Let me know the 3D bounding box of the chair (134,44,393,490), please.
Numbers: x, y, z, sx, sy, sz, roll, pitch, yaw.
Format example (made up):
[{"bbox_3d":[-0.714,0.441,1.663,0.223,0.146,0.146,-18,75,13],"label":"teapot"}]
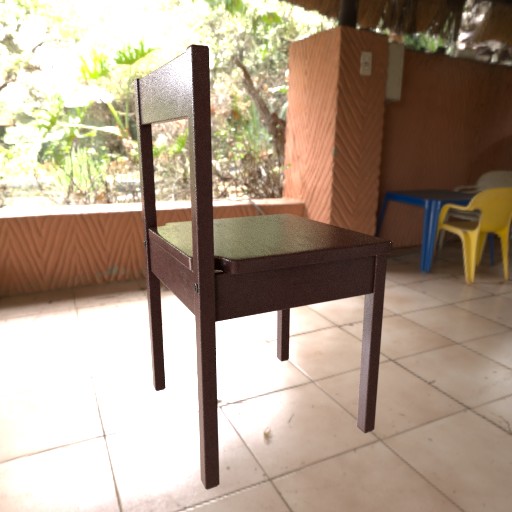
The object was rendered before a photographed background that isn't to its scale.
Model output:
[{"bbox_3d":[0.000,0.000,0.868,0.361,0.668,0.367,-7,16,-25],"label":"chair"}]
